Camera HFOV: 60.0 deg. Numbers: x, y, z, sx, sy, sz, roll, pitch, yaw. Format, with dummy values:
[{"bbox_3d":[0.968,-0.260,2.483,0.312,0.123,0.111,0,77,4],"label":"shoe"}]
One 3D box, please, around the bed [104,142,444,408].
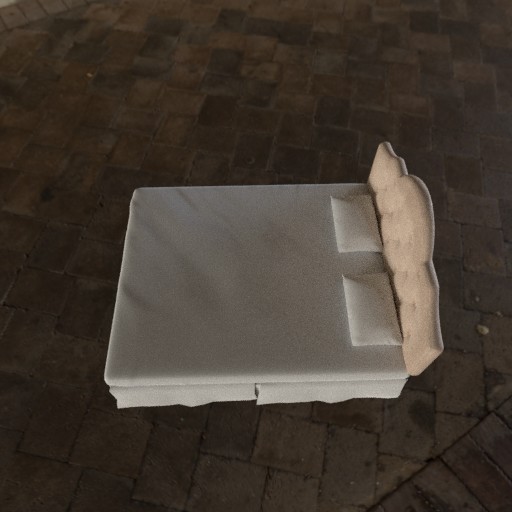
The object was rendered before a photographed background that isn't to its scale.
[{"bbox_3d":[0.000,0.000,2.977,1.970,1.194,1.667,-1,58,-1],"label":"bed"}]
